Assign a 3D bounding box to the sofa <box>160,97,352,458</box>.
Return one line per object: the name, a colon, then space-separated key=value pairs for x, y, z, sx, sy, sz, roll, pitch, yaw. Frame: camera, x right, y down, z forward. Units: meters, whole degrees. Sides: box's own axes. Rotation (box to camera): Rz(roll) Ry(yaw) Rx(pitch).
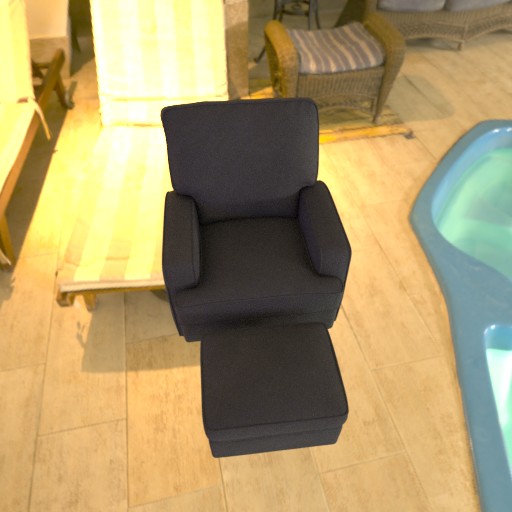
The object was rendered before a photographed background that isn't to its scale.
sofa: x=0.000 y=0.000 z=2.035 sx=0.861 sy=0.959 sz=1.472 roll=-5 pitch=47 yaw=-4
